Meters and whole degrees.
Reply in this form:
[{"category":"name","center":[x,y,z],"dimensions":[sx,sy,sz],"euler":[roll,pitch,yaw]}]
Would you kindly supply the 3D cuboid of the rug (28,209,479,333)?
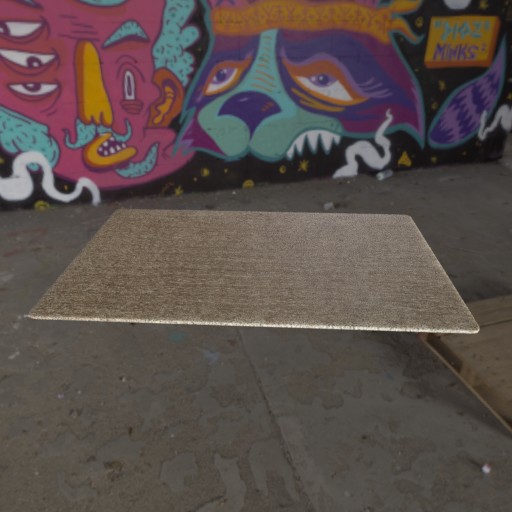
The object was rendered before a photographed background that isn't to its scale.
[{"category":"rug","center":[0.000,0.000,3.061],"dimensions":[2.469,0.024,1.539],"euler":[1,29,3]}]
